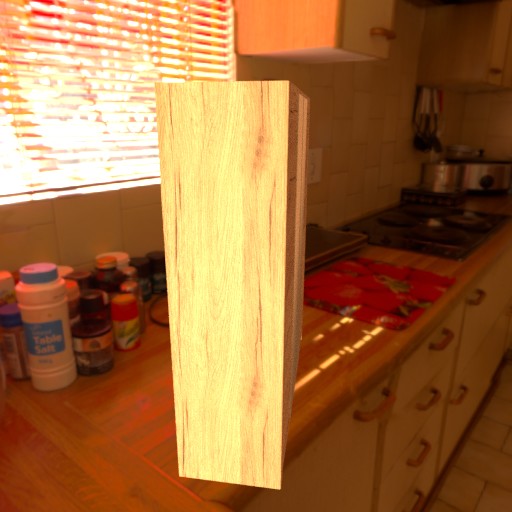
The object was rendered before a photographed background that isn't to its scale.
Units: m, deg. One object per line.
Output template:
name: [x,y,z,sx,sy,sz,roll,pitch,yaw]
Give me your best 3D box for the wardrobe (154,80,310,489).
wardrobe: [0.000,0.000,2.993,0.580,2.070,1.810,3,18,9]
